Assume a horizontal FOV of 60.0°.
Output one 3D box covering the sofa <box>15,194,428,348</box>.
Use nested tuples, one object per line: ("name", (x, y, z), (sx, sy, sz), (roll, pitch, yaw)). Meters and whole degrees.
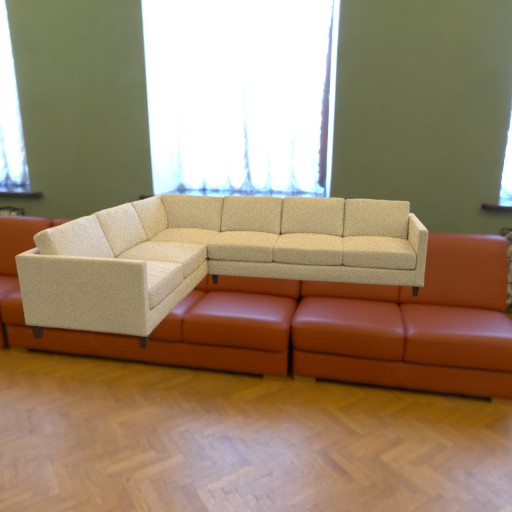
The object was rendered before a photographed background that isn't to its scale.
("sofa", (0.000, 0.000, 4.192), (3.182, 0.863, 2.432), (3, 16, 10))
